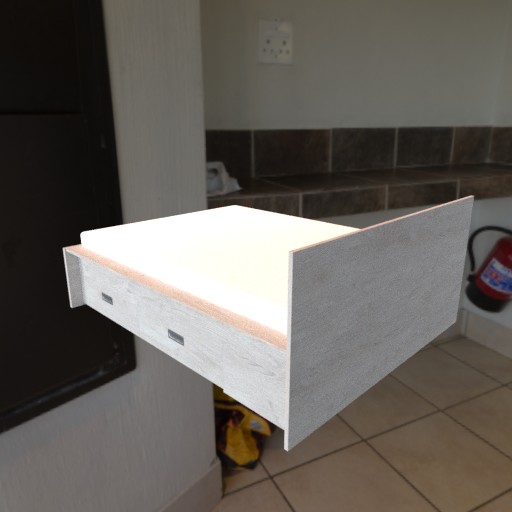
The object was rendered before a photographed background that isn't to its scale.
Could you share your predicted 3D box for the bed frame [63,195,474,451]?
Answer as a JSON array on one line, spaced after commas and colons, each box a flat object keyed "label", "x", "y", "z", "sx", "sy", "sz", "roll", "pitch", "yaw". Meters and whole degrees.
[{"label": "bed frame", "x": 0.000, "y": 0.000, "z": 2.801, "sx": 1.960, "sy": 0.800, "sz": 1.622, "roll": 16, "pitch": 23, "yaw": 42}]
